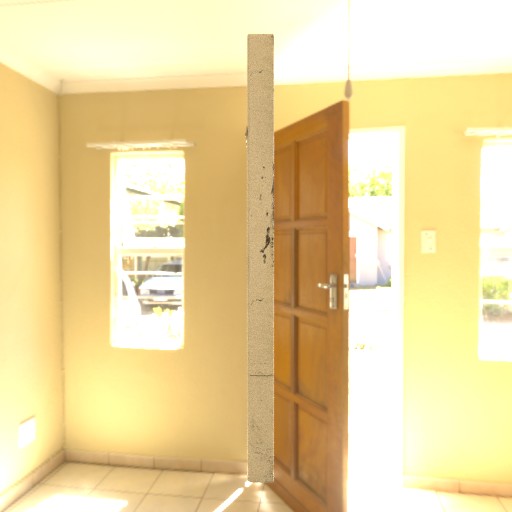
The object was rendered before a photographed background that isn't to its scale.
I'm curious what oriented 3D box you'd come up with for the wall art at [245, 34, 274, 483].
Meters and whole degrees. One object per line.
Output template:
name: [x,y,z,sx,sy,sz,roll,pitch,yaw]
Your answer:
wall art: [0.000,0.000,0.903,0.040,0.611,0.610,0,1,-1]
